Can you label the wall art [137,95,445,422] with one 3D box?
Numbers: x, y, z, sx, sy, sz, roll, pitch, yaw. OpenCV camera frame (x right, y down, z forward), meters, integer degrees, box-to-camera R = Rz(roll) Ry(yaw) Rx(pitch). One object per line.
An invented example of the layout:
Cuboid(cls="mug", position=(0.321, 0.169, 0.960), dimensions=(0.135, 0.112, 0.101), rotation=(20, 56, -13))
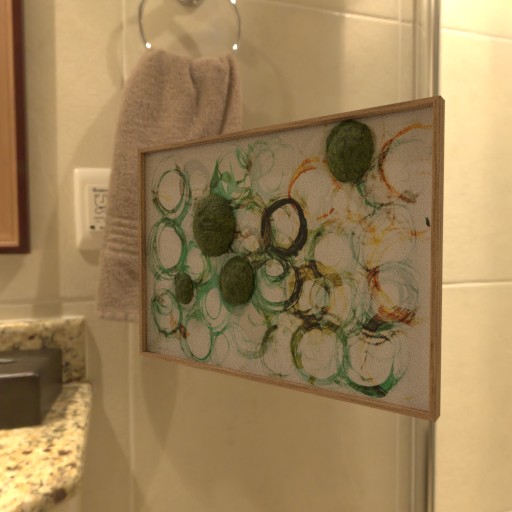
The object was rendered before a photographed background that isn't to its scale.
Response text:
Cuboid(cls="wall art", position=(0.000, 0.000, 1.075), dimensions=(0.841, 0.609, 0.063), rotation=(1, 3, 35))
